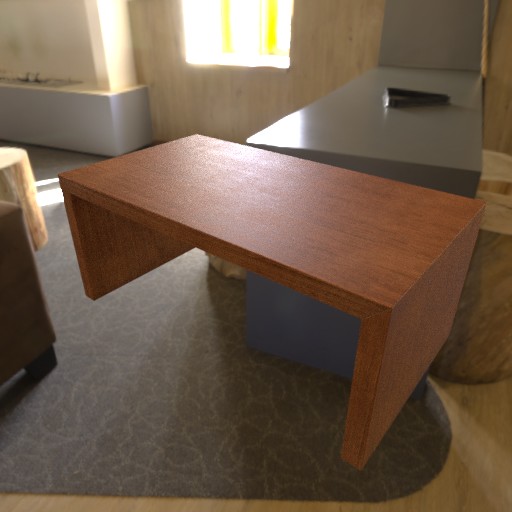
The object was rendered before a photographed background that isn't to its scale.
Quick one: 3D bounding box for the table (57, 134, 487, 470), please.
[{"bbox_3d":[0.000,0.000,1.269,1.000,0.419,0.549,22,37,33],"label":"table"}]
